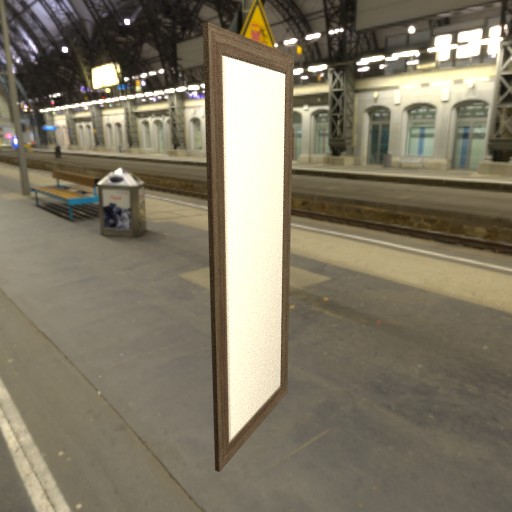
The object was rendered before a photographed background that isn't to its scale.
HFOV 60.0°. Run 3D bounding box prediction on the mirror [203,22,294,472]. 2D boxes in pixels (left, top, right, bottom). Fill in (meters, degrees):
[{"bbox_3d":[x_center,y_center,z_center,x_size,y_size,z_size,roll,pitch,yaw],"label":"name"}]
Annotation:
[{"bbox_3d":[0.000,0.000,2.297,0.025,2.032,0.812,8,17,27],"label":"mirror"}]
